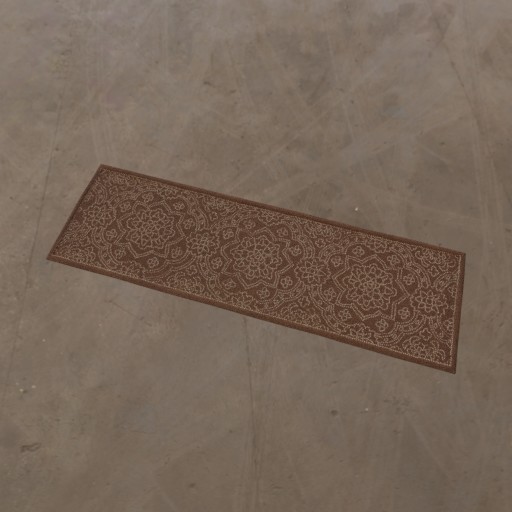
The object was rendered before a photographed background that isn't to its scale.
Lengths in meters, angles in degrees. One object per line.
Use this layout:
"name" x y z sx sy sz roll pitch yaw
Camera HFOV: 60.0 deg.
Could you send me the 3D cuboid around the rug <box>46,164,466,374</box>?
"rug" 0.000 0.000 2.694 2.448 0.012 0.769 15 63 8
